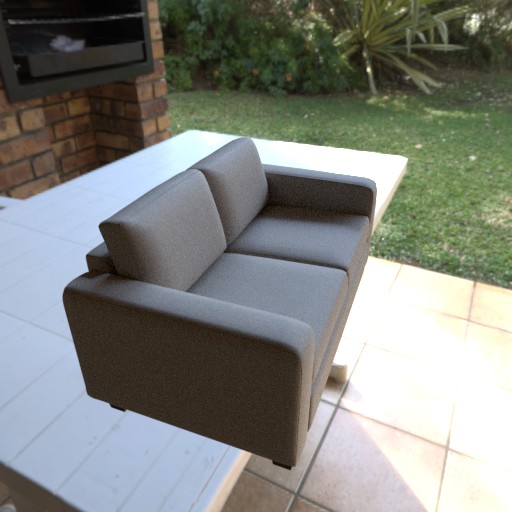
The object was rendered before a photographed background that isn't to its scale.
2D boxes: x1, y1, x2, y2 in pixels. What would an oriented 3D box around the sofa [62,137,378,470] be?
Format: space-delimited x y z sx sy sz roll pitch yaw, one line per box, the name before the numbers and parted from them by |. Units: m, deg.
sofa | 0.000 0.000 2.090 0.900 0.800 1.540 11 32 18
